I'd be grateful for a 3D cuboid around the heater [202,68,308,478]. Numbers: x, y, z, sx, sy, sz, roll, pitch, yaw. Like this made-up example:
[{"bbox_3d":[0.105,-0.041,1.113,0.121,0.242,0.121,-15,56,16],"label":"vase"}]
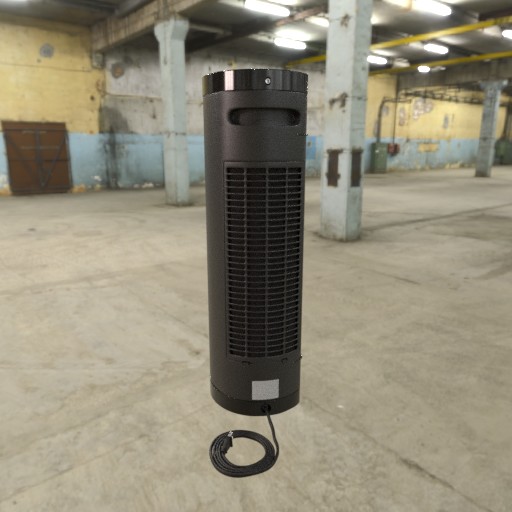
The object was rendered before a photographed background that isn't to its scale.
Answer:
[{"bbox_3d":[0.000,0.000,0.701,0.174,0.552,0.312,-2,13,-9],"label":"heater"}]
